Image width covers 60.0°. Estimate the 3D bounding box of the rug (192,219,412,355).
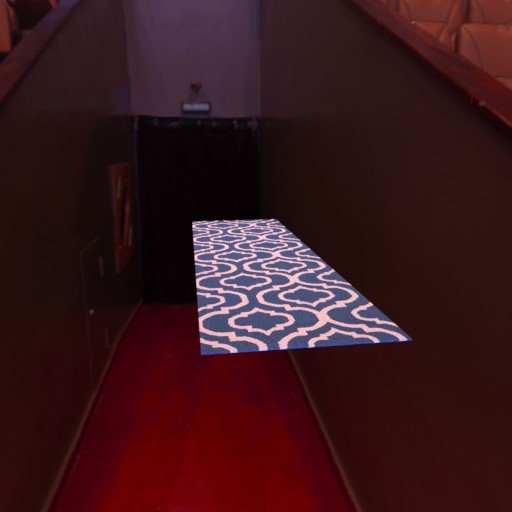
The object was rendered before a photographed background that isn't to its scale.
[{"bbox_3d":[0.000,0.000,2.500,0.685,0.006,2.296,-2,15,-8],"label":"rug"}]
